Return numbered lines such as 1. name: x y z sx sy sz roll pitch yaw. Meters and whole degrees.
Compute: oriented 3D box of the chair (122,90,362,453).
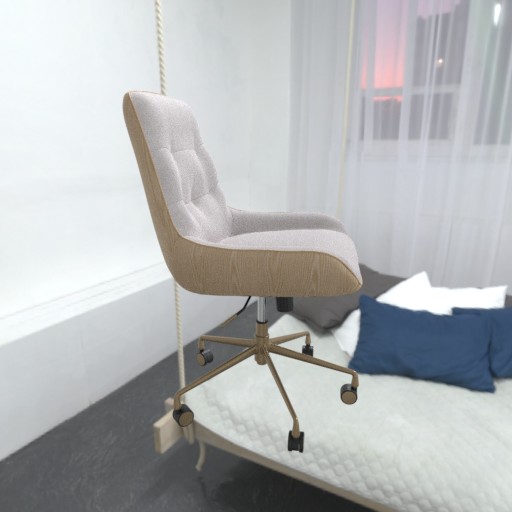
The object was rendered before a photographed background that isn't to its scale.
1. chair: 0.000 0.000 1.359 0.668 0.952 0.564 3 16 9
